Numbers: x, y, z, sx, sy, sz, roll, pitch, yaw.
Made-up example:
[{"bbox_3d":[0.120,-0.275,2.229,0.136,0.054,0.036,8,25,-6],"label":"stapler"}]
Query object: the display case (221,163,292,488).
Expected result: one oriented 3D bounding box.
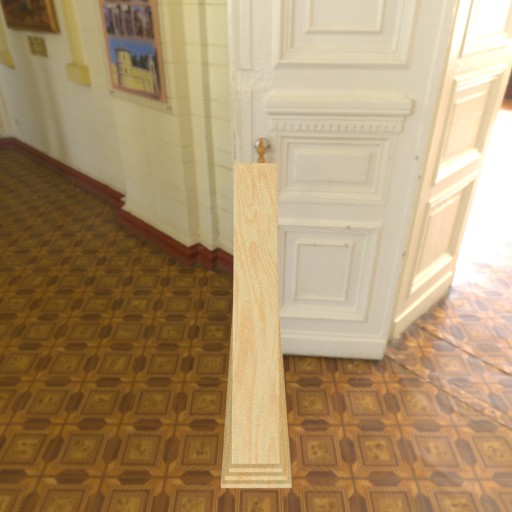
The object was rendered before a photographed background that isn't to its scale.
[{"bbox_3d":[0.000,0.000,0.780,0.095,0.340,0.640,0,32,0],"label":"display case"}]
